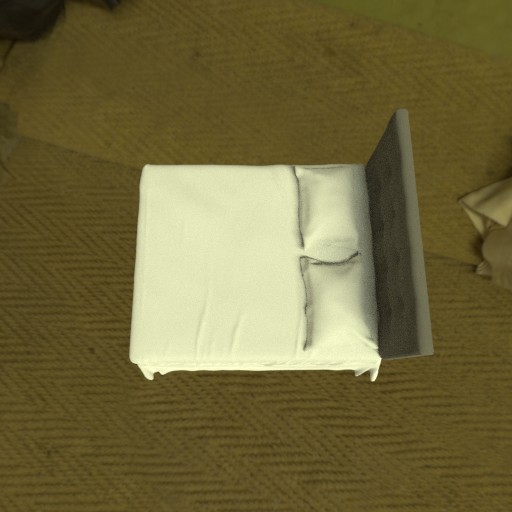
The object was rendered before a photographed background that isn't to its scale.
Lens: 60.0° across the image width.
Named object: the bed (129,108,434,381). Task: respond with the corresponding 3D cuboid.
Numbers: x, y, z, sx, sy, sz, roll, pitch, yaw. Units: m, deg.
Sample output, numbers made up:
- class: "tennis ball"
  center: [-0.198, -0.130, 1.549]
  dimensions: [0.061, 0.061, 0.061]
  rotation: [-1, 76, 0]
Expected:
- class: "bed"
  center: [0.000, 0.000, 3.512]
  dimensions: [2.222, 1.577, 1.936]
  rotation: [0, 75, 0]
